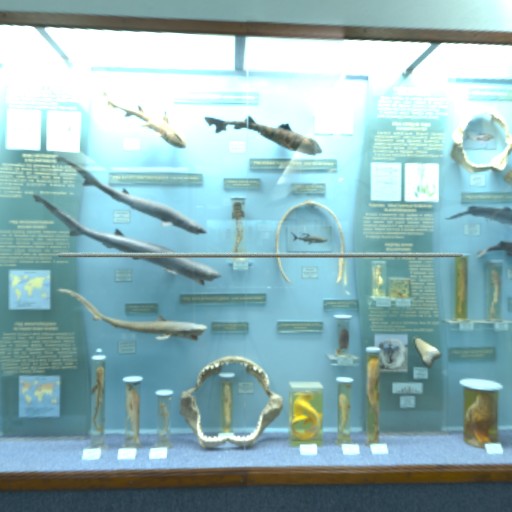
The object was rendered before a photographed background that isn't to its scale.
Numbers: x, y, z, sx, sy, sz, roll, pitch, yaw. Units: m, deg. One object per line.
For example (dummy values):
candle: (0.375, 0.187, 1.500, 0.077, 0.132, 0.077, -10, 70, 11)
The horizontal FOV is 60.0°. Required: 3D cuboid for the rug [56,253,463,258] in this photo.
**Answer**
rug: (0.000, 0.000, 4.183, 2.462, 0.030, 3.066, 0, 0, -1)
